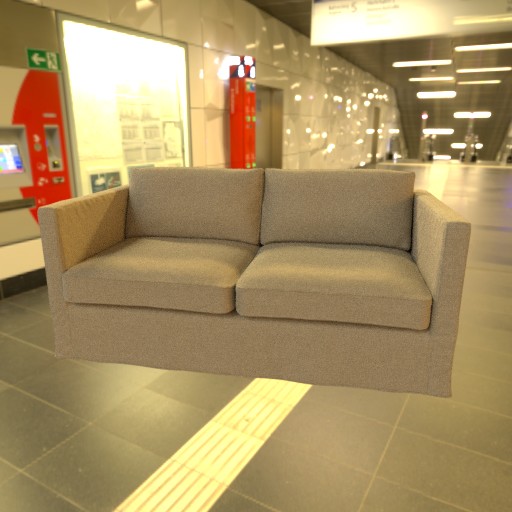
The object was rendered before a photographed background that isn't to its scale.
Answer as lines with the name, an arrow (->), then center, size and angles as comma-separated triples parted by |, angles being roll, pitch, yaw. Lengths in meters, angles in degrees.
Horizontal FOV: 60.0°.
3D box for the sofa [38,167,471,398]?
sofa -> 0.000, 0.000, 2.220 | 1.766, 0.828, 0.956 | 3, 16, 10
